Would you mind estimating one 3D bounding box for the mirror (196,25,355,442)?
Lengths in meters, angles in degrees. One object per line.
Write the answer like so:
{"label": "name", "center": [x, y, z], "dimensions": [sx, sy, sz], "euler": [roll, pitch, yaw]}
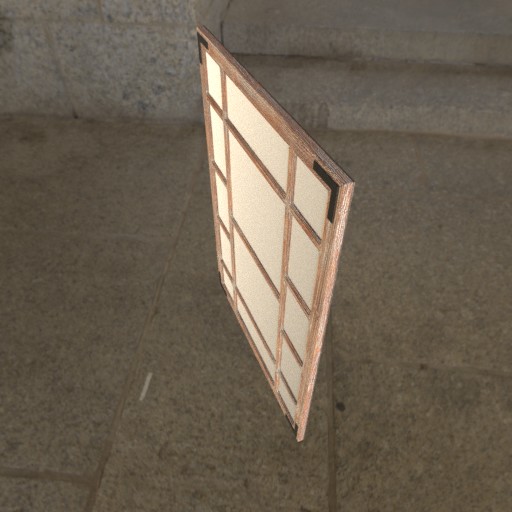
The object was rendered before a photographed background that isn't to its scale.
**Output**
{"label": "mirror", "center": [0.000, 0.000, 1.246], "dimensions": [0.025, 0.996, 0.705], "euler": [-17, 49, -16]}
